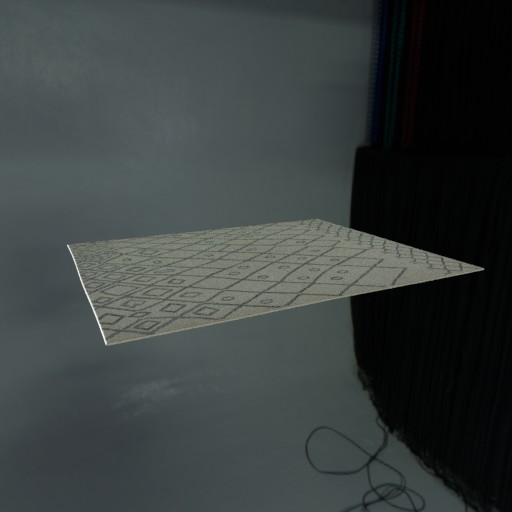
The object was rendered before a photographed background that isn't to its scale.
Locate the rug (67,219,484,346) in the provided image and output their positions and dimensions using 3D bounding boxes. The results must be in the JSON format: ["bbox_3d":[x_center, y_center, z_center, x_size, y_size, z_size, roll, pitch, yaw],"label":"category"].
[{"bbox_3d":[0.000,0.000,4.096,3.046,0.015,2.446,-8,17,-26],"label":"rug"}]
